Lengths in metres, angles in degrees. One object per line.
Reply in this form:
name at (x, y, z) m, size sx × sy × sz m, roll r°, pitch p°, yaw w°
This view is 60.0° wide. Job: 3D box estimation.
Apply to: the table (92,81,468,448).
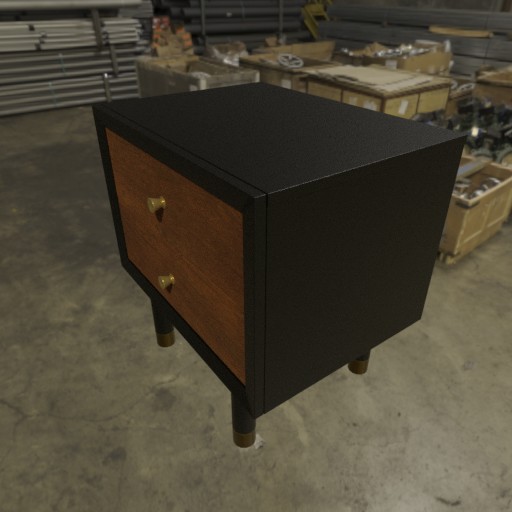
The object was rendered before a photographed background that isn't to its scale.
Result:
table at (0.000, 0.000, 0.956) m, size 0.441 × 0.584 × 0.564 m, roll -21°, pitch 37°, yaw -30°
